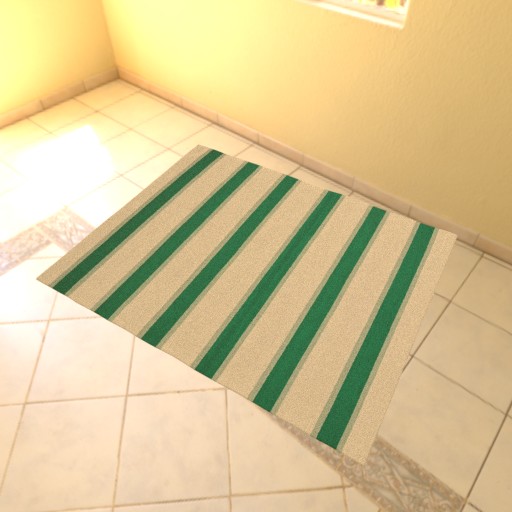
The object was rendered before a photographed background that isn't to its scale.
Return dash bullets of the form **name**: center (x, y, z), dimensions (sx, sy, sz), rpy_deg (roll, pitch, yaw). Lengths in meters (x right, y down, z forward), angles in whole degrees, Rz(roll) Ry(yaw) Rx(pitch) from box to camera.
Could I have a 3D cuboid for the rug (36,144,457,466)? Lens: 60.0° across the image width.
- **rug**: center (0.000, 0.000, 4.050), dimensions (3.041, 0.019, 2.434), rpy_deg (24, 51, 20)
